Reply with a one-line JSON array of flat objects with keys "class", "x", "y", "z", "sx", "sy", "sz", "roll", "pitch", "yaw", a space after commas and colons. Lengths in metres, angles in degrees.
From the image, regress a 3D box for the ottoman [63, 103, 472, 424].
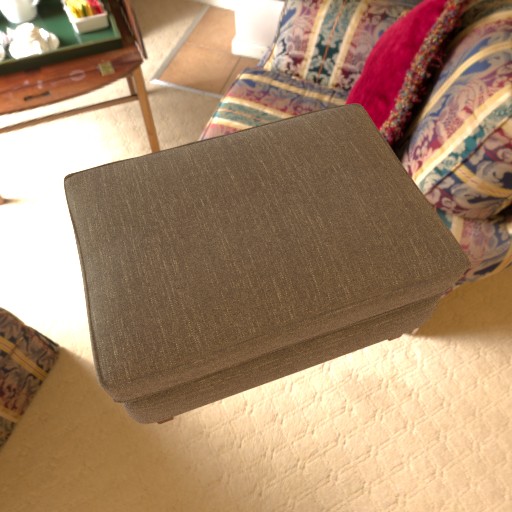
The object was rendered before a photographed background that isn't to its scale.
[{"class": "ottoman", "x": 0.000, "y": 0.000, "z": 0.967, "sx": 0.686, "sy": 0.406, "sz": 0.508, "roll": -17, "pitch": 60, "yaw": -10}]
